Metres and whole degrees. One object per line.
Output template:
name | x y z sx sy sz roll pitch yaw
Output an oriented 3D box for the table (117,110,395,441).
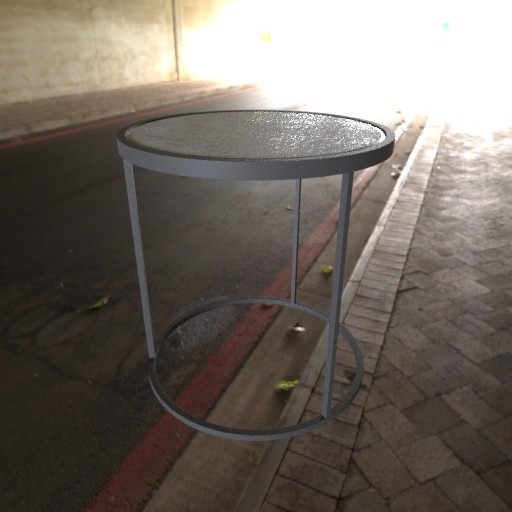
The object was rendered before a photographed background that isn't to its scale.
table | 0.000 0.000 0.885 0.470 0.498 0.470 0 26 0
